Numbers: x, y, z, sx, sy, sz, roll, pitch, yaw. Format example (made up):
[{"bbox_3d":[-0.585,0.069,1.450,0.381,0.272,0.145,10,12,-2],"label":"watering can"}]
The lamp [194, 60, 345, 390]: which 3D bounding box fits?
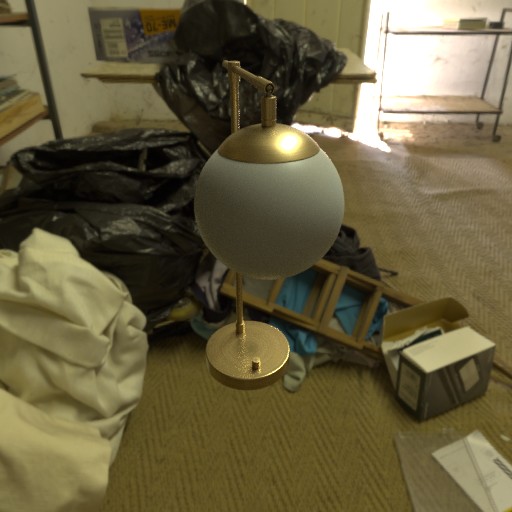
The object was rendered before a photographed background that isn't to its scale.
[{"bbox_3d":[0.000,0.000,0.724,0.207,0.559,0.324,-9,32,-15],"label":"lamp"}]
